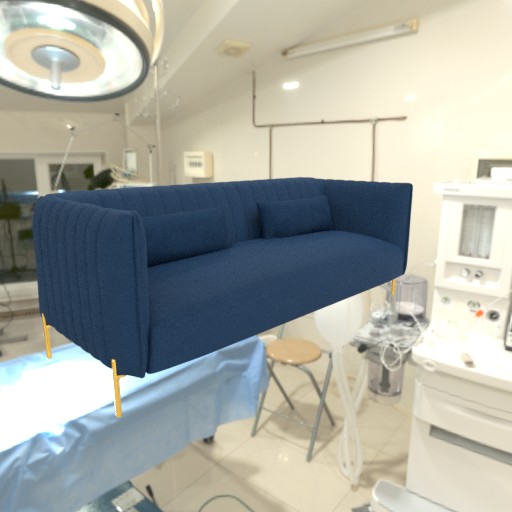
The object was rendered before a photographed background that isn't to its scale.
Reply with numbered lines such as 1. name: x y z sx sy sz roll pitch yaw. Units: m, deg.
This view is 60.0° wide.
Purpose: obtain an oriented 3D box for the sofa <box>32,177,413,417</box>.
1. sofa: 0.000 0.000 2.524 2.136 0.793 0.896 -13 18 -43
